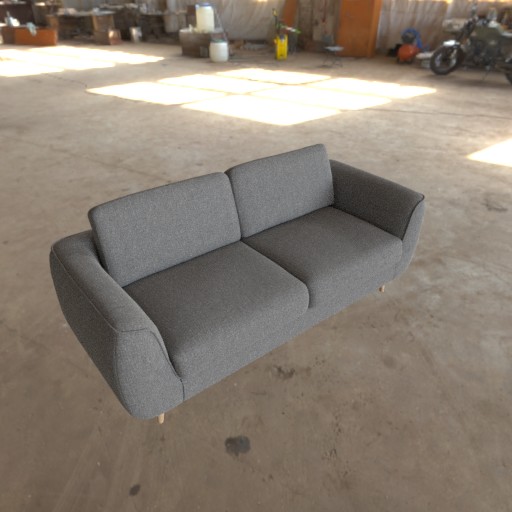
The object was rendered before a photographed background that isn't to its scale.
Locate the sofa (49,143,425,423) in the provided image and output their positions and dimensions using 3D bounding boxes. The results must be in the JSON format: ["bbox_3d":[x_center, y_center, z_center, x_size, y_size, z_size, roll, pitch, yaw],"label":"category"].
[{"bbox_3d":[0.000,0.000,2.481,2.000,0.870,0.920,-23,39,-32],"label":"sofa"}]
